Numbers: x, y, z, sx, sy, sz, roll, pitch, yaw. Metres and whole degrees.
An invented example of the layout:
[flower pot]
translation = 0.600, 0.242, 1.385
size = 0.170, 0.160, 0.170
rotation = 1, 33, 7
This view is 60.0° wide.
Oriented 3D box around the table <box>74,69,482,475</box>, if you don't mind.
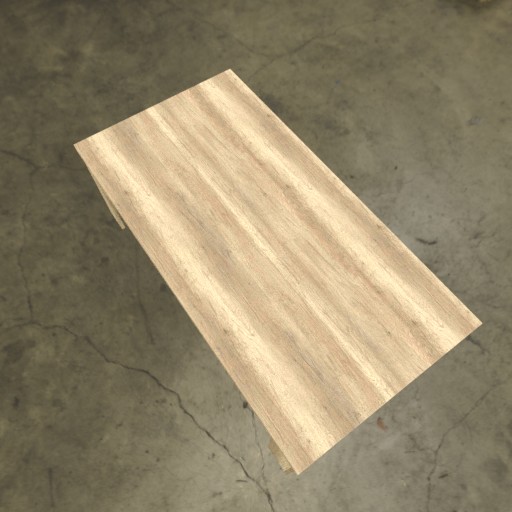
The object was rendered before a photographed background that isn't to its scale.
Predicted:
[table]
translation = 0.000, 0.000, 1.688
size = 0.700, 0.460, 1.350
rotation = -32, 67, -16
